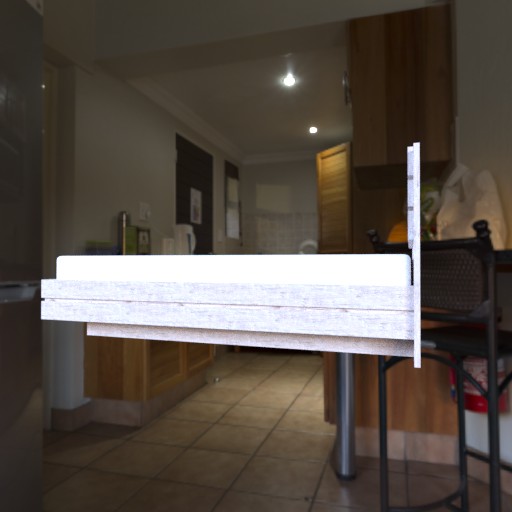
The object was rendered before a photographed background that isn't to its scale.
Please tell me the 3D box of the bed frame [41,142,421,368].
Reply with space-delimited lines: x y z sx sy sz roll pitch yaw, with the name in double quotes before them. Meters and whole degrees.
"bed frame" 0.000 0.000 3.044 2.080 0.970 1.750 0 -1 19
